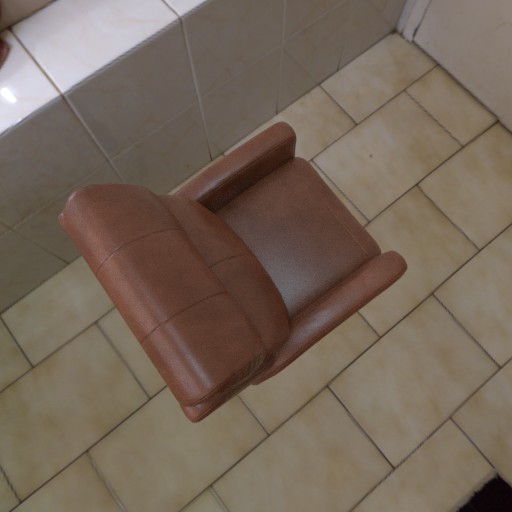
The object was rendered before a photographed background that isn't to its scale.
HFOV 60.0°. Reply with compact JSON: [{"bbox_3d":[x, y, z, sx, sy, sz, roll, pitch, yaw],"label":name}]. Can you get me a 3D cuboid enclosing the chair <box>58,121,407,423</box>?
[{"bbox_3d":[0.000,0.000,1.680,0.939,1.016,0.787,-35,78,-9],"label":"chair"}]
